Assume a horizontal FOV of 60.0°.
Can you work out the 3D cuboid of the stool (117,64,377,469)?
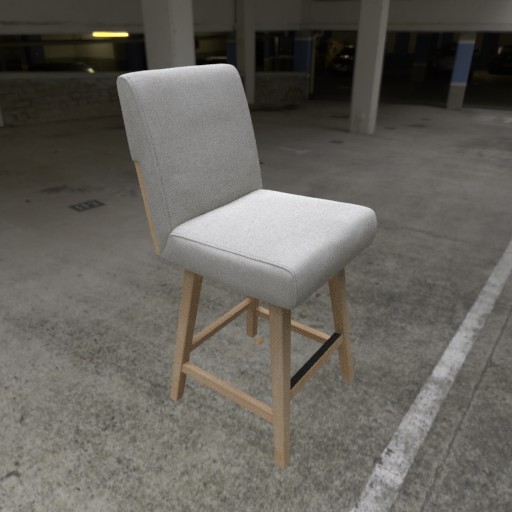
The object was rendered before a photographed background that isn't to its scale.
[{"bbox_3d":[0.000,0.000,1.409,0.606,1.085,0.507,19,33,32],"label":"stool"}]
